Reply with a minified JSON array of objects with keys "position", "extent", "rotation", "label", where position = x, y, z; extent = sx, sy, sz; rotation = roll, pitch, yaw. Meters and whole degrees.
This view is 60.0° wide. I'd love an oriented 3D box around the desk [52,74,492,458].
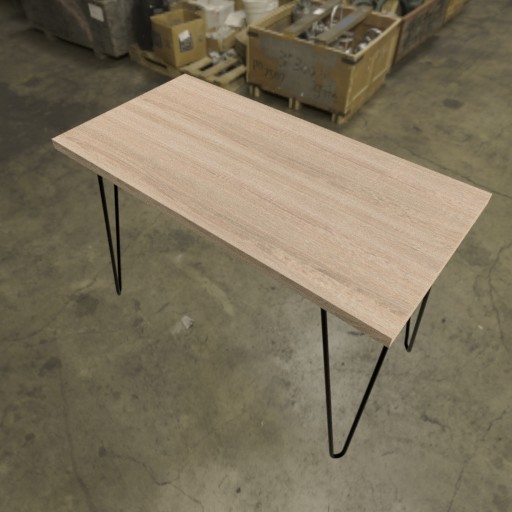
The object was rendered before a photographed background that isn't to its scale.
[{"position":[0.000,0.000,1.336],"extent":[0.991,0.660,0.499],"rotation":[30,54,25],"label":"desk"}]
